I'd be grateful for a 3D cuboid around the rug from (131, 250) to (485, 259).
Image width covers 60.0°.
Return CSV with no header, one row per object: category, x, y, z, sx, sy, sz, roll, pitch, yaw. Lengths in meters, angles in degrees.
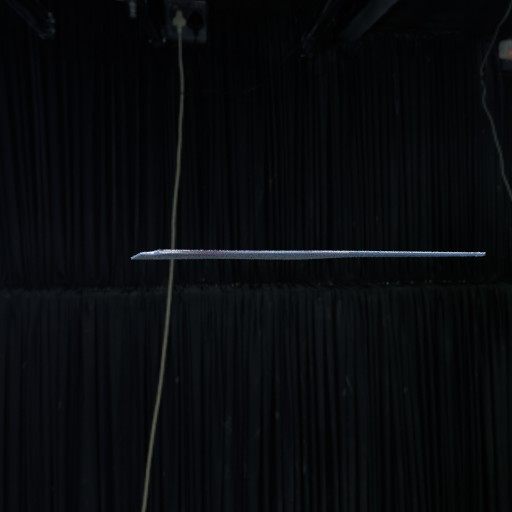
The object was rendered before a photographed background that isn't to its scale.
rug,0.000,0.000,2.264,1.159,0.025,1.793,0,-1,-18
